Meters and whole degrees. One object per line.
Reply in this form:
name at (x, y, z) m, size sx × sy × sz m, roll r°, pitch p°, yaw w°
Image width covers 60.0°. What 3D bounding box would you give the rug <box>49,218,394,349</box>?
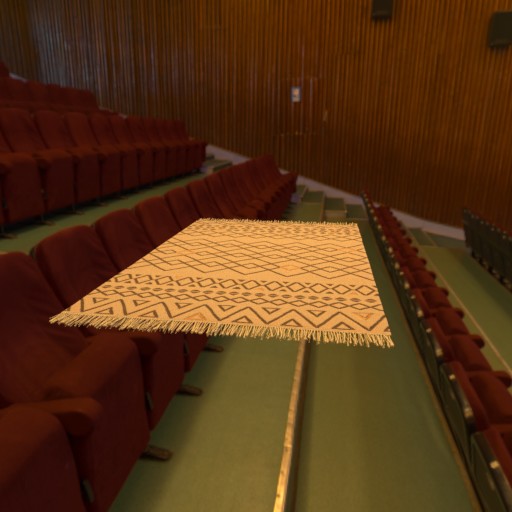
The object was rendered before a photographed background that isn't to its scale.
rug at (0.000, 0.000, 2.470) m, size 1.224 × 0.028 × 2.023 m, roll 2°, pitch 16°, yaw 9°
